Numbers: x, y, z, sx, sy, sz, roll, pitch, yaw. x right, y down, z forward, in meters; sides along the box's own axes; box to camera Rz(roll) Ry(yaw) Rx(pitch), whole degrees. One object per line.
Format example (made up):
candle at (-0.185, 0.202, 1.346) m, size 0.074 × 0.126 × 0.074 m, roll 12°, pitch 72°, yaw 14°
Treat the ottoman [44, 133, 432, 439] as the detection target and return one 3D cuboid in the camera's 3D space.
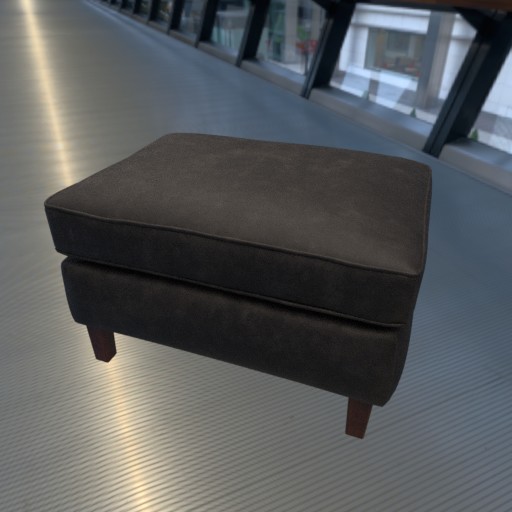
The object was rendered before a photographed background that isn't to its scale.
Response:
ottoman at (0.000, 0.000, 0.959) m, size 0.665 × 0.413 × 0.501 m, roll 11°, pitch 33°, yaw 17°
